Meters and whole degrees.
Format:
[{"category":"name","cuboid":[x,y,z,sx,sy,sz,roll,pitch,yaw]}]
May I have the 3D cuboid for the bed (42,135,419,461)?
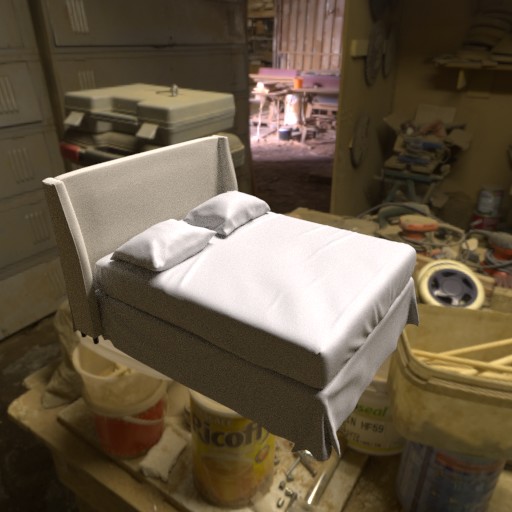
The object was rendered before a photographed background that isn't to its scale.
[{"category":"bed","cuboid":[0.000,0.000,3.430,2.276,1.332,1.925,17,31,30]}]
